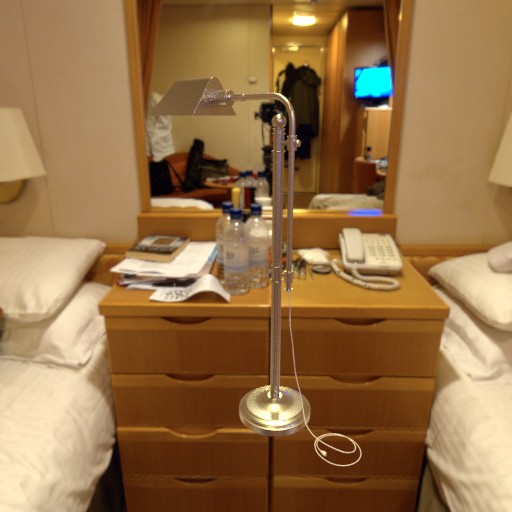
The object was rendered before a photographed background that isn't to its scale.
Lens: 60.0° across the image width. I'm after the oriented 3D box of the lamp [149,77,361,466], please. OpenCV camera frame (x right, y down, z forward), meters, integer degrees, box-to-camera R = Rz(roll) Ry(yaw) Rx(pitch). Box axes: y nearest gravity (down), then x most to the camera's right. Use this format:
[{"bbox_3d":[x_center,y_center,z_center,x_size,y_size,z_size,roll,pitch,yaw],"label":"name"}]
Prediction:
[{"bbox_3d":[0.000,0.000,0.926,0.546,0.708,0.159,17,24,42],"label":"lamp"}]
